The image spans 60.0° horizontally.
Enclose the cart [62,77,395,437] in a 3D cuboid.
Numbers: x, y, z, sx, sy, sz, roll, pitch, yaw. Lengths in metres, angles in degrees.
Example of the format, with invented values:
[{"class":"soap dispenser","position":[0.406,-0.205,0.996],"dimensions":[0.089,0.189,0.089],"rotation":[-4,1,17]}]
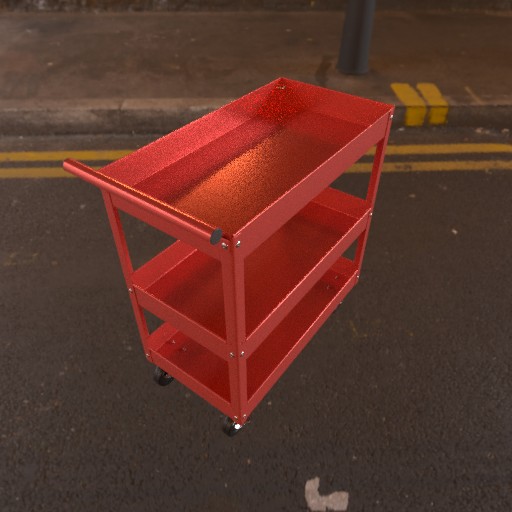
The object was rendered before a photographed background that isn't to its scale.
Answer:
[{"class":"cart","position":[0.000,0.000,1.210],"dimensions":[0.366,0.780,0.719],"rotation":[26,47,27]}]
